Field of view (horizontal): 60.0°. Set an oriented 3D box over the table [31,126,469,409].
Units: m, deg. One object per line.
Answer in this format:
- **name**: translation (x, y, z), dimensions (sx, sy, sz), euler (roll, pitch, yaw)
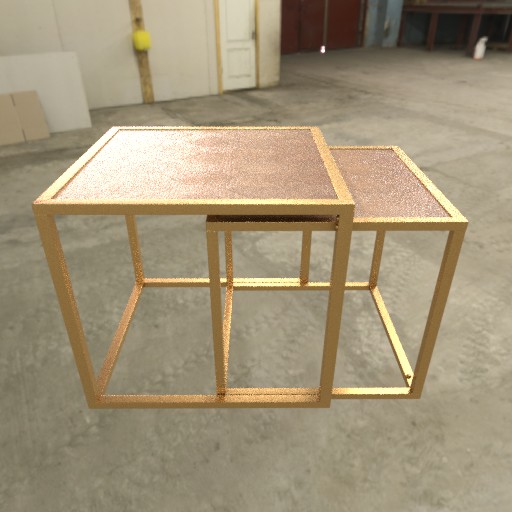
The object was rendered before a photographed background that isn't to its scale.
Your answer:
- **table**: translation (0.000, 0.000, 1.092), dimensions (0.762, 0.505, 0.505), euler (0, 31, 0)
